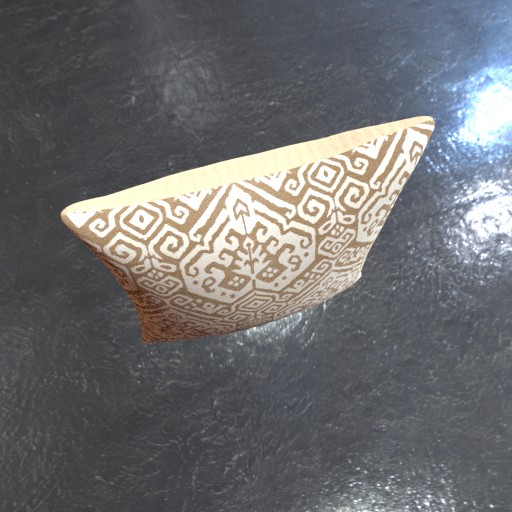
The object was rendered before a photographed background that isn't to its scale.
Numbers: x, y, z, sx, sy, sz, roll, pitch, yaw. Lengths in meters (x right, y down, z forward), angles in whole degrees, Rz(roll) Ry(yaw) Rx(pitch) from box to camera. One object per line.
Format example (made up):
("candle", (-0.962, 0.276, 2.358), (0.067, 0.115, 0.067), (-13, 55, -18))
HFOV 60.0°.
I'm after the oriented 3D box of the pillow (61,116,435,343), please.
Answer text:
("pillow", (0.000, 0.000, 0.639), (0.419, 0.407, 0.173), (-16, 63, -8))
